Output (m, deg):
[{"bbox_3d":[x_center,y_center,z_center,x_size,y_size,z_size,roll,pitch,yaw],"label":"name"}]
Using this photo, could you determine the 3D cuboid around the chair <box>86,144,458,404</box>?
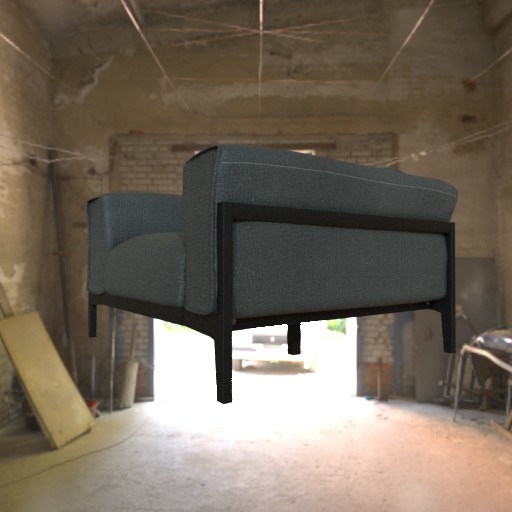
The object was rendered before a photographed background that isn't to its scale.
[{"bbox_3d":[0.000,0.000,1.632,0.969,0.646,1.056,0,-1,-36],"label":"chair"}]
